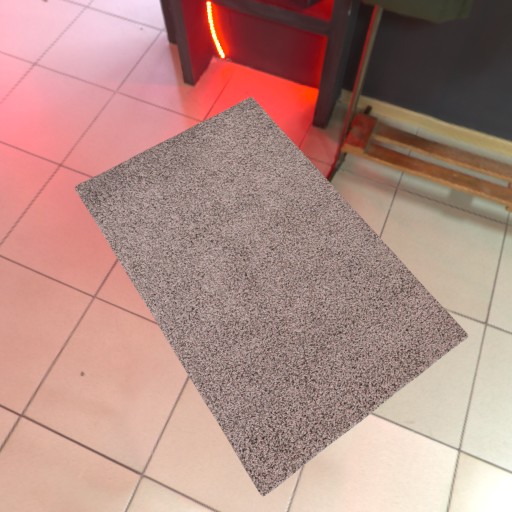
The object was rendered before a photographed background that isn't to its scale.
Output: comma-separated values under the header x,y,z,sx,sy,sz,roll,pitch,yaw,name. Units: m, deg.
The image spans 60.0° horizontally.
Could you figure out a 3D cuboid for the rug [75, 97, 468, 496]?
x,y,z,sx,sy,sz,roll,pitch,yaw,name
0.000,0.000,3.402,1.778,0.030,2.743,-32,69,-14,rug
